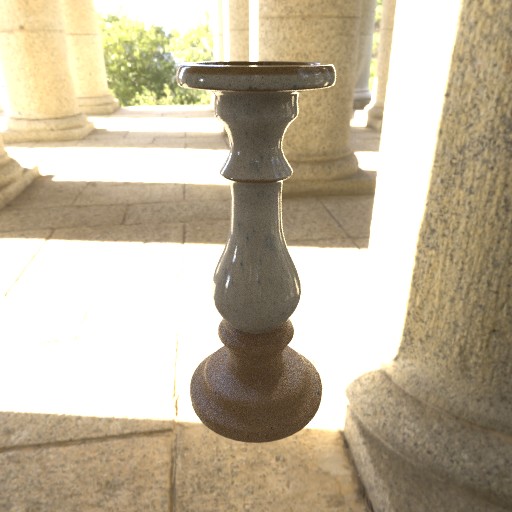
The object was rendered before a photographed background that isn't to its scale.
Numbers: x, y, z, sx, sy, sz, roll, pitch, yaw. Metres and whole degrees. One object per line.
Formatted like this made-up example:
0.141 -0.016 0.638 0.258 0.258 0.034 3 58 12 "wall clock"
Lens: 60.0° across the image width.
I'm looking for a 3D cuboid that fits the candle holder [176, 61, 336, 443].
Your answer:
0.000 0.000 0.254 0.088 0.203 0.088 0 25 0 "candle holder"
